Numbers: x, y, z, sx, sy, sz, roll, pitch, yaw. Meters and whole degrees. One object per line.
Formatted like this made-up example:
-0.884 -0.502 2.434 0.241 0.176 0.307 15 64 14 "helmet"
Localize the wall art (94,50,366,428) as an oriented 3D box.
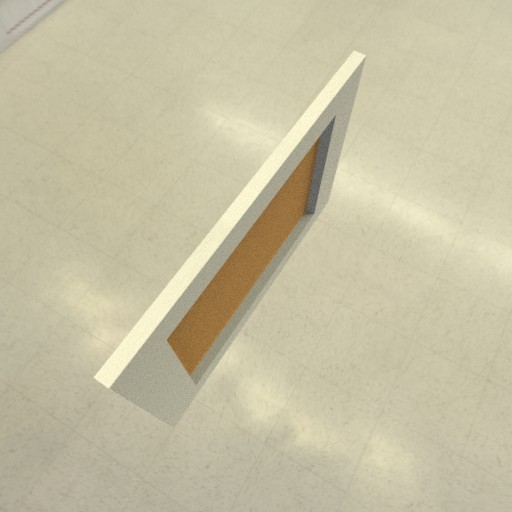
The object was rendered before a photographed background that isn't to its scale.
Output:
0.000 0.000 1.149 0.033 0.617 0.906 30 67 14 "wall art"
